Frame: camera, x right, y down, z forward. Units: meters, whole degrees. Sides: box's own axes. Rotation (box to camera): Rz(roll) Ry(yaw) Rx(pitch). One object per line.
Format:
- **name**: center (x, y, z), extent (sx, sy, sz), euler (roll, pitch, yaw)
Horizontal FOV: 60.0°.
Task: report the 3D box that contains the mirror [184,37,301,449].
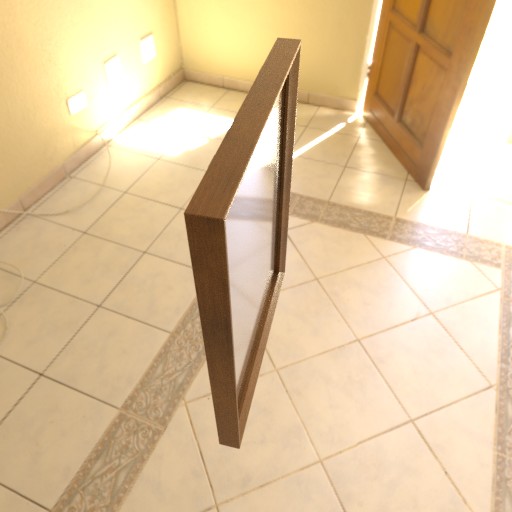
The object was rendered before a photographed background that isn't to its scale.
- **mirror**: center (0.000, 0.000, 0.695), extent (0.041, 0.509, 0.406), euler (10, 47, 9)
